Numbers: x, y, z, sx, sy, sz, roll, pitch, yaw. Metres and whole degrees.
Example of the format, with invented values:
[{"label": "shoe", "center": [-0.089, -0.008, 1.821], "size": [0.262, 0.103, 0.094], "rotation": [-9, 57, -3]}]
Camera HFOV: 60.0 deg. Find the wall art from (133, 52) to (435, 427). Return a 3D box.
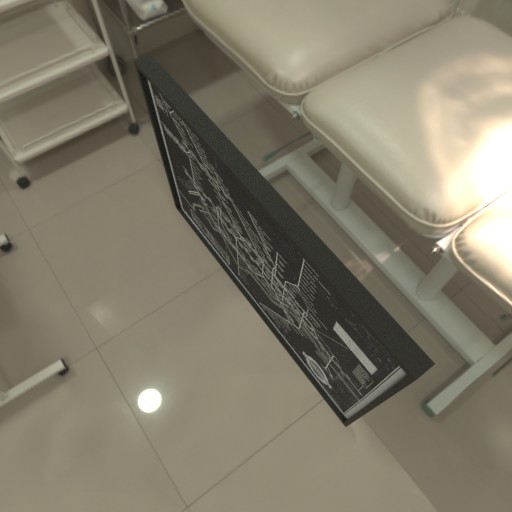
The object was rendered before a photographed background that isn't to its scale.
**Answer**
[{"label": "wall art", "center": [0.000, 0.000, 0.557], "size": [0.021, 0.301, 0.443], "rotation": [-33, 67, -16]}]
